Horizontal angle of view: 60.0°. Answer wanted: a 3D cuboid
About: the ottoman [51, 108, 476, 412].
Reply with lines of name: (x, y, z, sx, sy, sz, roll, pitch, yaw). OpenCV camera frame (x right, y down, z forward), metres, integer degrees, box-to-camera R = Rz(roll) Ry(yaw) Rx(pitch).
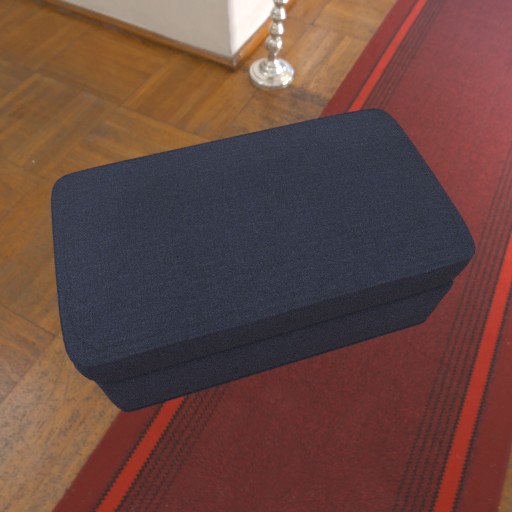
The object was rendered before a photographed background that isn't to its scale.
ottoman: (0.000, 0.000, 1.161, 0.895, 0.453, 0.505, -15, 60, -9)
